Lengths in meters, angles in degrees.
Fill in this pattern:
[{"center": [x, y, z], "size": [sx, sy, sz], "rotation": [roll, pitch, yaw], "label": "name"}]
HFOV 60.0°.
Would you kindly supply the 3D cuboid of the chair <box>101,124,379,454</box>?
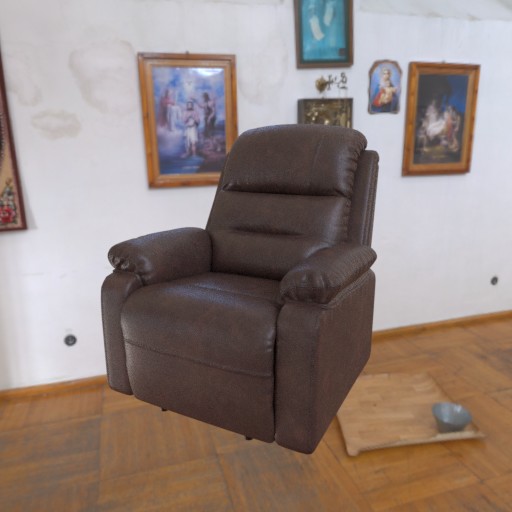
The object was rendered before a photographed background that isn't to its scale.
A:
[{"center": [0.000, 0.000, 1.684], "size": [0.855, 0.992, 0.919], "rotation": [7, 16, 27], "label": "chair"}]
